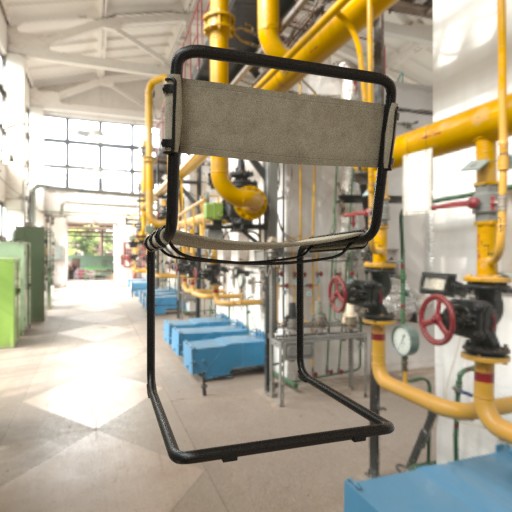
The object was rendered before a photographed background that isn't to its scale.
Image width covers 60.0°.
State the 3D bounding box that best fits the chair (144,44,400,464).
[{"bbox_3d":[0.000,0.000,1.069,0.499,0.747,0.497,0,0,-19],"label":"chair"}]
